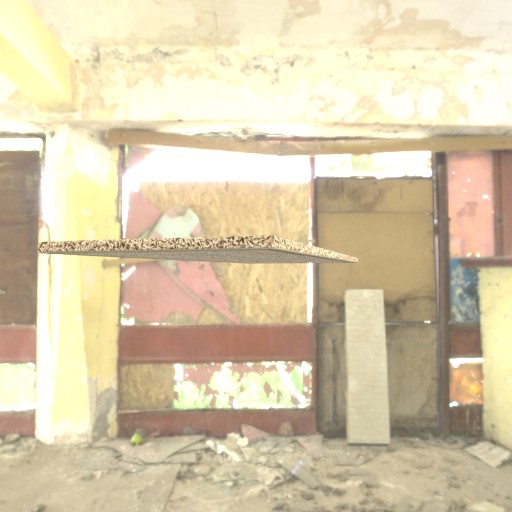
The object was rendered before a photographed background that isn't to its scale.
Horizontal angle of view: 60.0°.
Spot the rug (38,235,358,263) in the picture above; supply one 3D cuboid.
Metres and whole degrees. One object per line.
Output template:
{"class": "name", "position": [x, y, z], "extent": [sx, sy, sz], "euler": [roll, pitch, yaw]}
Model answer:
{"class": "rug", "position": [0.000, 0.000, 1.697], "extent": [0.609, 0.030, 1.524], "euler": [-1, -2, 19]}
